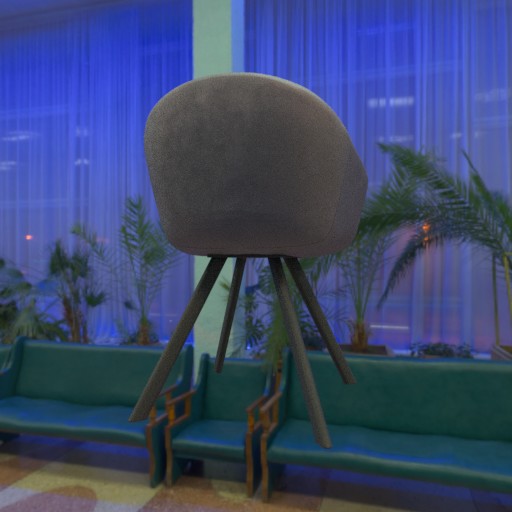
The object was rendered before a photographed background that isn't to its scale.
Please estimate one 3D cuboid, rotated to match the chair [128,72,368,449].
[{"bbox_3d":[0.000,0.000,1.198,0.567,0.781,0.544,0,0,18],"label":"chair"}]
